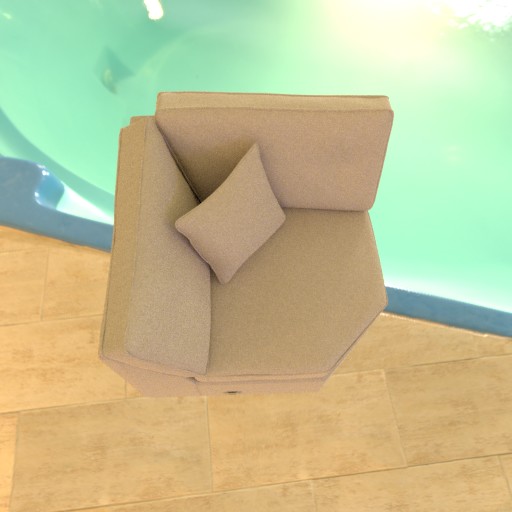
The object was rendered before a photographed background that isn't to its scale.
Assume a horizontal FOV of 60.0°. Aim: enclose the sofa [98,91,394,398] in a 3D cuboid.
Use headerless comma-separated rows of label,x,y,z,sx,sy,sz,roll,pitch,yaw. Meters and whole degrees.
sofa,0.000,0.000,1.860,1.042,0.937,1.050,-1,63,0
